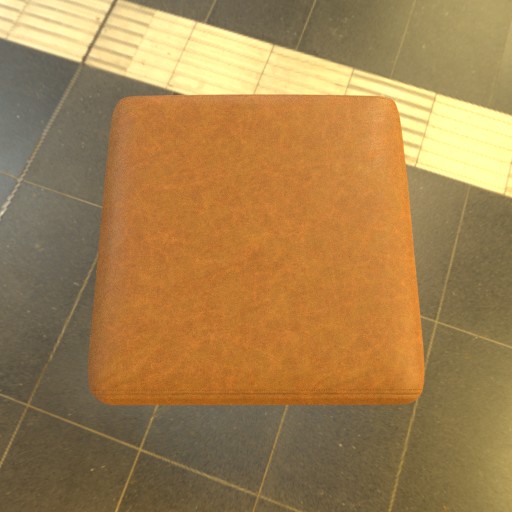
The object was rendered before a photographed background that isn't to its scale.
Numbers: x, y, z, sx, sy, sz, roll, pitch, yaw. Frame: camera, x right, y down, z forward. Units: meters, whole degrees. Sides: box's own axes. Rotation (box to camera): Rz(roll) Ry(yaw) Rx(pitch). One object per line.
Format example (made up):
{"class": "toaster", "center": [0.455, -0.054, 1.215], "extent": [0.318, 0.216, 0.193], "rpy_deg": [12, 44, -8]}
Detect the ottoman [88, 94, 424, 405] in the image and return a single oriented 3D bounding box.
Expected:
{"class": "ottoman", "center": [0.000, 0.000, 1.043], "extent": [0.650, 0.399, 0.650], "rpy_deg": [0, 75, 0]}
